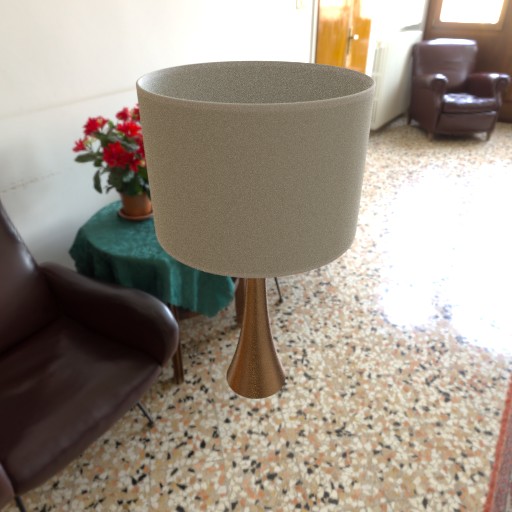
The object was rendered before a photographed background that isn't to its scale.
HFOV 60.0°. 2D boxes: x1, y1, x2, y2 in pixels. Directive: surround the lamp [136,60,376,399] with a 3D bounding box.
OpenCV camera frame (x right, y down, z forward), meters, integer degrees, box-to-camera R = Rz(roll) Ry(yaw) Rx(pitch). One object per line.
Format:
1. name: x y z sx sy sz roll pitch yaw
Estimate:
1. lamp: 0.000 0.000 0.632 0.268 0.479 0.268 -1 32 -2
